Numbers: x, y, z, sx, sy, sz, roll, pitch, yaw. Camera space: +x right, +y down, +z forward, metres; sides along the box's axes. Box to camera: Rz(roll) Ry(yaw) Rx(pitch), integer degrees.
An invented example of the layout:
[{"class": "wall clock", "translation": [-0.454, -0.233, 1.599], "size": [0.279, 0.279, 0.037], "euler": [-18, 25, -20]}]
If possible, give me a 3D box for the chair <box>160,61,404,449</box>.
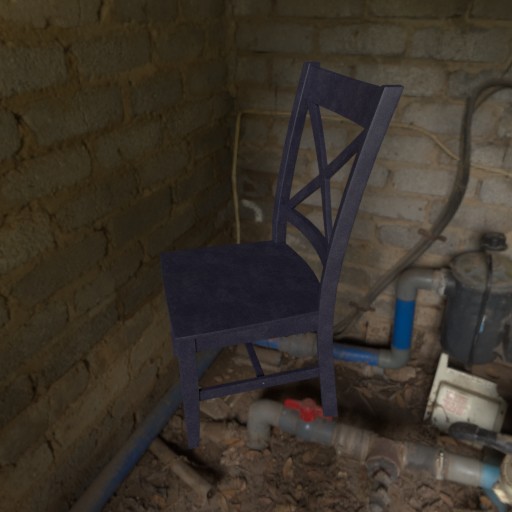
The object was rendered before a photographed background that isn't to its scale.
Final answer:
[{"class": "chair", "translation": [0.000, 0.000, 1.291], "size": [0.542, 0.983, 0.485], "euler": [-8, 30, -13]}]
